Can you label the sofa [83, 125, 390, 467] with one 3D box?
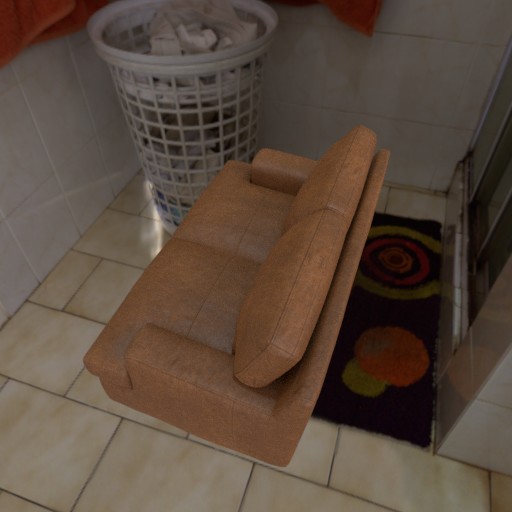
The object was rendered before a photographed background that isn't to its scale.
[{"bbox_3d":[0.000,0.000,2.544,1.144,0.966,1.880,15,48,14],"label":"sofa"}]
